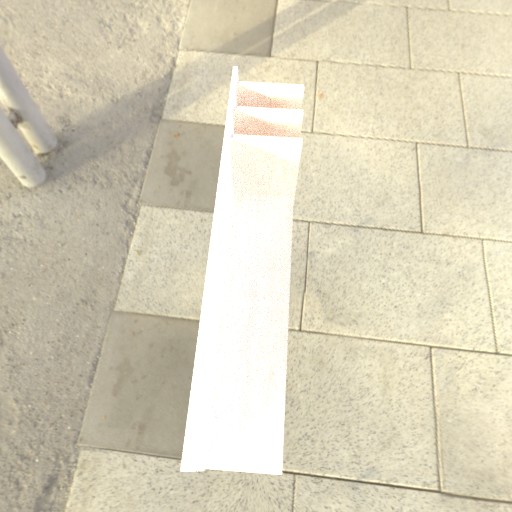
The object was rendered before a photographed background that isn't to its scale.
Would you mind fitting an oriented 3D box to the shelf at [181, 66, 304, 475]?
[{"bbox_3d":[0.000,0.000,1.150,0.200,0.300,1.020,4,64,2],"label":"shelf"}]
